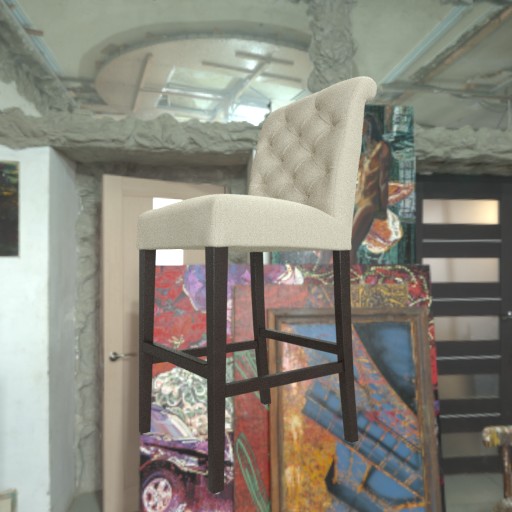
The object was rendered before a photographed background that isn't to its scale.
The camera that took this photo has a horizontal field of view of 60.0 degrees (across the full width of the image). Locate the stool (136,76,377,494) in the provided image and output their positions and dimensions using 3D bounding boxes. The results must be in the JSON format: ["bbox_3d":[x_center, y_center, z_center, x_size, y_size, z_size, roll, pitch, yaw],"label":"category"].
[{"bbox_3d":[0.000,0.000,1.387,0.610,1.118,0.482,0,0,-36],"label":"stool"}]
